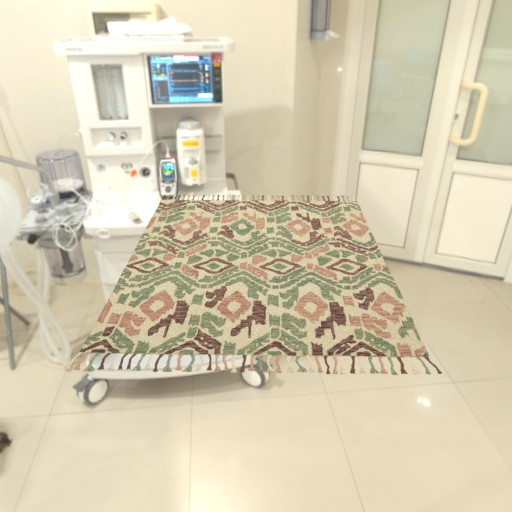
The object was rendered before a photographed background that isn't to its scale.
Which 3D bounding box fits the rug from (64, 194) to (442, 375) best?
[{"bbox_3d":[0.000,0.000,4.166,2.438,0.010,3.048,0,30,1],"label":"rug"}]
